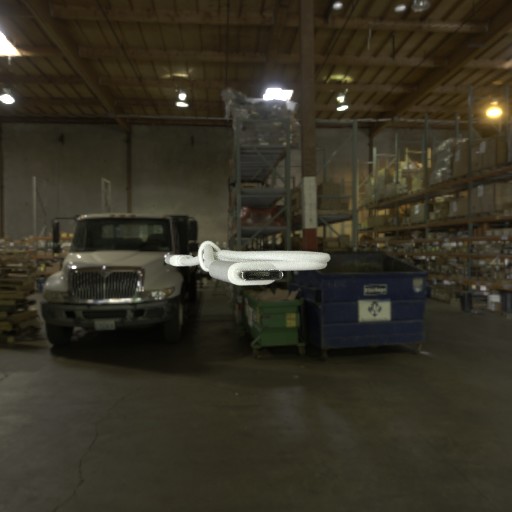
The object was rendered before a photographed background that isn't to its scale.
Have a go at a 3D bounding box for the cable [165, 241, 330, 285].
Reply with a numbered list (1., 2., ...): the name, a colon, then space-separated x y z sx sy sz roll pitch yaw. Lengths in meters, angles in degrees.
1. cable: 0.000 0.000 0.211 0.070 0.014 0.186 0 1 -18
